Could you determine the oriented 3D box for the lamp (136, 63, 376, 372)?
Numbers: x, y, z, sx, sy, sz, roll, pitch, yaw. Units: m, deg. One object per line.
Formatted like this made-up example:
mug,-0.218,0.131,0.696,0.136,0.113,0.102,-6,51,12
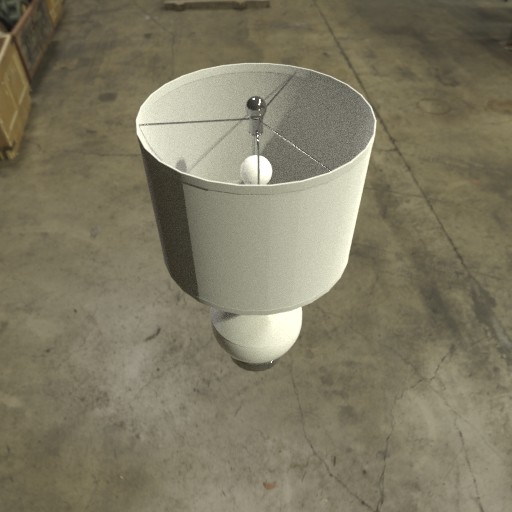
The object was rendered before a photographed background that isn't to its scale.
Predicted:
lamp,0.000,0.000,0.890,0.357,0.673,0.357,-4,47,-4
